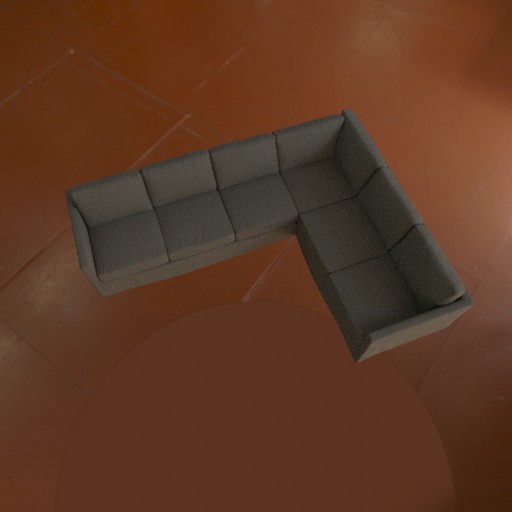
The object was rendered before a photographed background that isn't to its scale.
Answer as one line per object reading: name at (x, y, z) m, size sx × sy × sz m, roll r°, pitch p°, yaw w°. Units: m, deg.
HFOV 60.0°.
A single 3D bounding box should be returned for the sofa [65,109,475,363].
sofa at (0.000, 0.000, 4.328) m, size 3.182 × 0.871 × 2.432 m, roll -18°, pitch 64°, yaw -9°
